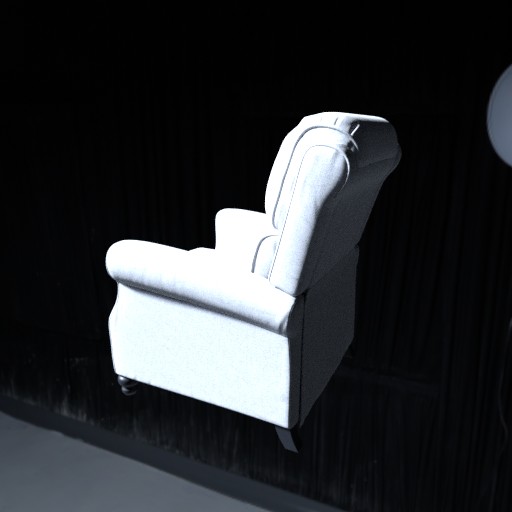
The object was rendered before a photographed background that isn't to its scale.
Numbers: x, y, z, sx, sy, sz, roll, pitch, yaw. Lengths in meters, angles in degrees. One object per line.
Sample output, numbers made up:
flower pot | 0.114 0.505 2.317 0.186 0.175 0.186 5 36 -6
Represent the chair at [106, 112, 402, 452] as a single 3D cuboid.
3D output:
chair | 0.000 0.000 1.733 0.919 1.046 0.859 8 18 25
